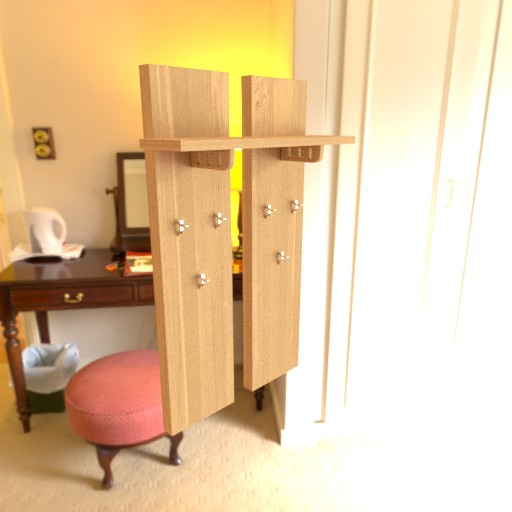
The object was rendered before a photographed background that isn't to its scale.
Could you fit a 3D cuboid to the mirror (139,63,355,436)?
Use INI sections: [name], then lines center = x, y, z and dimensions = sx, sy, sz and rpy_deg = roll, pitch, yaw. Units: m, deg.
[mirror]
center = 0.000, 0.000, 1.617
dimensions = 0.800, 1.250, 0.260
rpy_deg = -15, 22, -42
